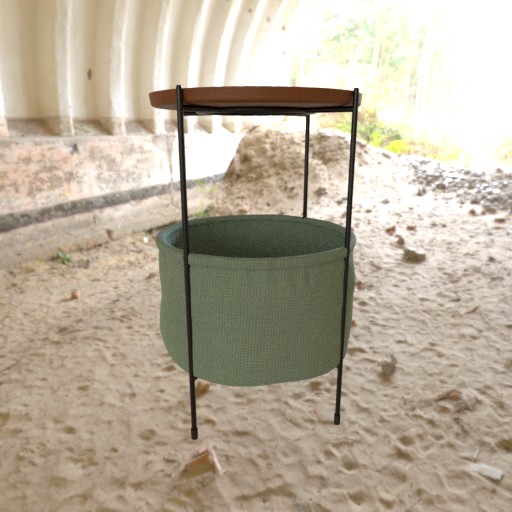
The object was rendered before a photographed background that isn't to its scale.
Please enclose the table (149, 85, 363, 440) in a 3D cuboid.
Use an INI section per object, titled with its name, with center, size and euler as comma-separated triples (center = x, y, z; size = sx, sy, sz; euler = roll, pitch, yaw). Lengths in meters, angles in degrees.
[table]
center = 0.000, 0.000, 0.903
size = 0.400, 0.623, 0.400
euler = -3, 16, -9
